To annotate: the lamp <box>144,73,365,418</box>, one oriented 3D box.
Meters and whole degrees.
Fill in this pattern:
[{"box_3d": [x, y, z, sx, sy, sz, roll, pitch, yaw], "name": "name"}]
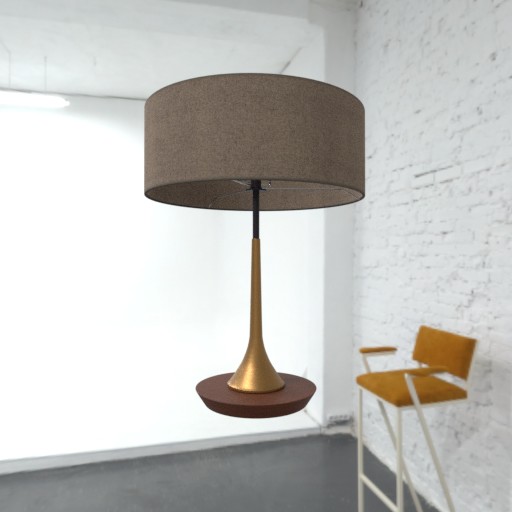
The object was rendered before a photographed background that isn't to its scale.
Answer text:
[{"box_3d": [0.000, 0.000, 0.845, 0.417, 0.551, 0.396, 1, -1, -35], "name": "lamp"}]
